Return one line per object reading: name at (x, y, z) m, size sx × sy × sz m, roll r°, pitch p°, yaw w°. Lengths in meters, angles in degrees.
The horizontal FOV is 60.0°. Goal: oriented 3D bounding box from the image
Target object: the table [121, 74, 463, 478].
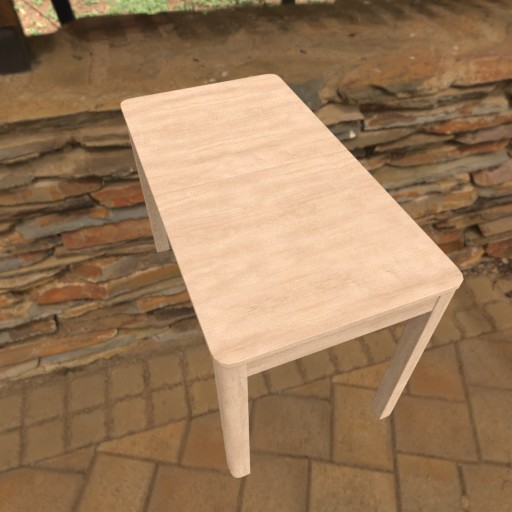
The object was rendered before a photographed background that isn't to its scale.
table at (0.000, 0.000, 1.928) m, size 0.750 × 0.900 × 1.400 m, roll -16°, pitch 49°, yaw -14°
